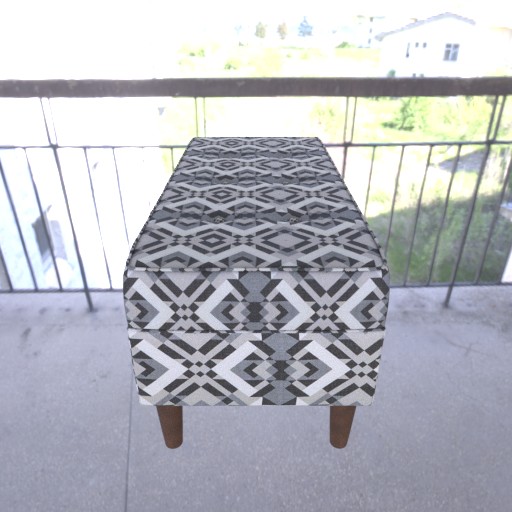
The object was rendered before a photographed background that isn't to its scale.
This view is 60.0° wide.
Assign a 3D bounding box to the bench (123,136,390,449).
[{"bbox_3d":[0.000,0.000,1.305,0.492,0.477,1.016,0,28,0],"label":"bench"}]
